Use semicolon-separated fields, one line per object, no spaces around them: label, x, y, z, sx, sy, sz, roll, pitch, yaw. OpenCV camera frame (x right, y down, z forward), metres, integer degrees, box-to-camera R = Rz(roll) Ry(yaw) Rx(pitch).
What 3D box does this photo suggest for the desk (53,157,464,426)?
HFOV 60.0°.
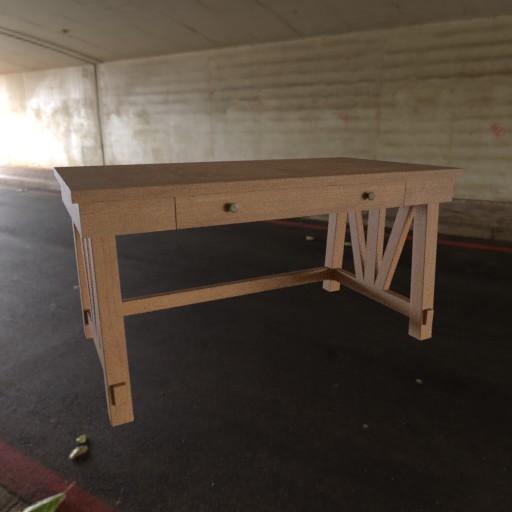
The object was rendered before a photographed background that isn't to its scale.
desk;0.000;0.000;1.944;1.499;0.762;0.813;-8;18;-25
